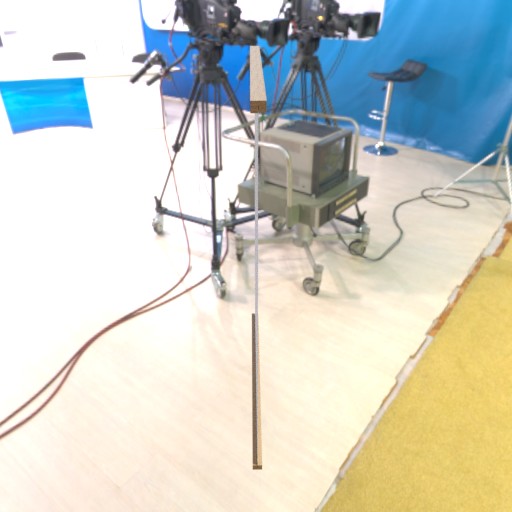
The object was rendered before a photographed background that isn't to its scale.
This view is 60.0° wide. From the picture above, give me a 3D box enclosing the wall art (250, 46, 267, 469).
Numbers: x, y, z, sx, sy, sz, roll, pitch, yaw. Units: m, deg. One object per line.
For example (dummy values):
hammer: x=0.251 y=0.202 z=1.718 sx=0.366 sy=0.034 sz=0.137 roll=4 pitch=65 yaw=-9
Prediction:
wall art: x=0.000 y=0.000 z=0.765 sx=0.016 sy=0.611 sz=0.401 roll=0 pitch=32 yaw=-1
